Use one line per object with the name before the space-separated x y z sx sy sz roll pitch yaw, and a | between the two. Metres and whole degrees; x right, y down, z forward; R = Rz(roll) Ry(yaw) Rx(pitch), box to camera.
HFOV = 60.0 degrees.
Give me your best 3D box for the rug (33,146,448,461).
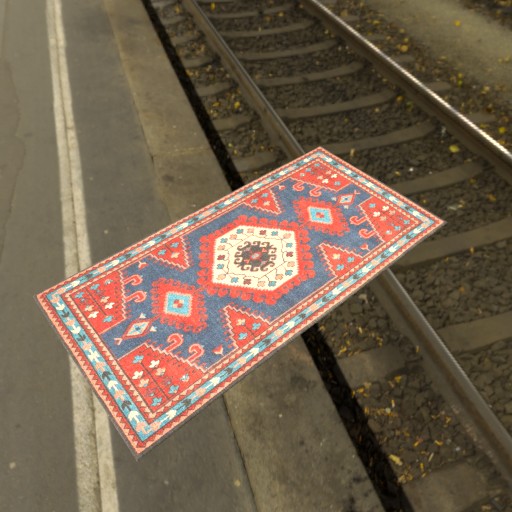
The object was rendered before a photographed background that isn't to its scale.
rug | 0.000 0.000 3.536 3.032 0.034 1.522 -32 55 -26
